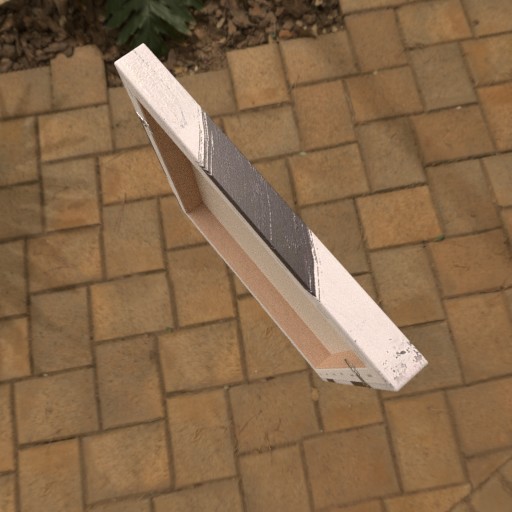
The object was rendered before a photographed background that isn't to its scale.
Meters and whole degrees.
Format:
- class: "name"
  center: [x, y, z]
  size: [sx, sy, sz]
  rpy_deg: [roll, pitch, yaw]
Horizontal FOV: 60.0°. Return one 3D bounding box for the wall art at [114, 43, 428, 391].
- class: "wall art"
  center: [0.000, 0.000, 0.748]
  size: [0.050, 0.508, 0.507]
  rpy_deg: [-38, 79, -9]
